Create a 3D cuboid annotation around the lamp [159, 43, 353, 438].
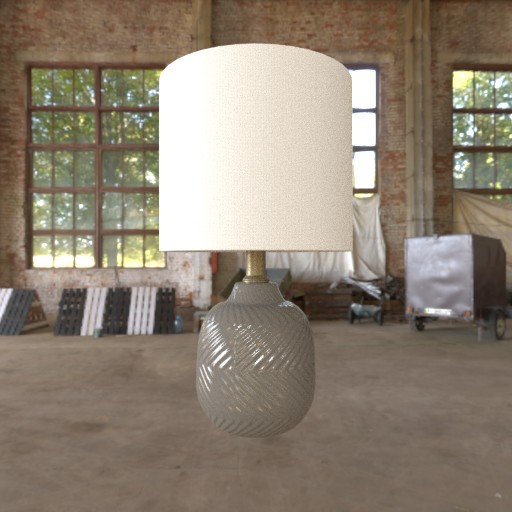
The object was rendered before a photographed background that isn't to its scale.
[{"bbox_3d":[0.000,0.000,0.484,0.207,0.366,0.207,0,0,19],"label":"lamp"}]
